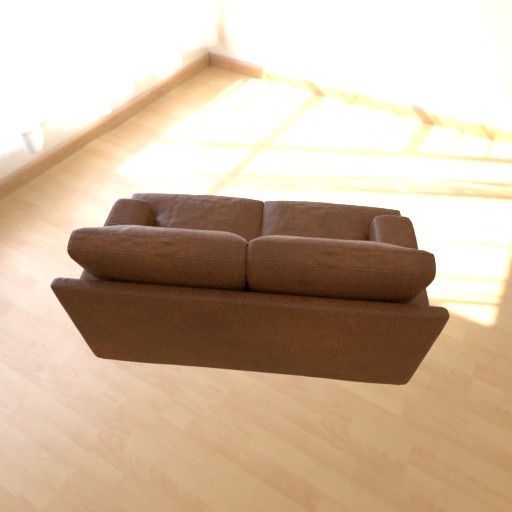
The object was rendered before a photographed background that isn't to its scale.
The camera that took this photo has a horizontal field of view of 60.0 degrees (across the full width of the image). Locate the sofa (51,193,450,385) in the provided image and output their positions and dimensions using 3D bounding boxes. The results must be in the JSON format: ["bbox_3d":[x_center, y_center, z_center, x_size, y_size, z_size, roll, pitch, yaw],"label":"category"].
[{"bbox_3d":[0.000,0.000,2.564,1.880,0.966,1.144,4,47,4],"label":"sofa"}]
